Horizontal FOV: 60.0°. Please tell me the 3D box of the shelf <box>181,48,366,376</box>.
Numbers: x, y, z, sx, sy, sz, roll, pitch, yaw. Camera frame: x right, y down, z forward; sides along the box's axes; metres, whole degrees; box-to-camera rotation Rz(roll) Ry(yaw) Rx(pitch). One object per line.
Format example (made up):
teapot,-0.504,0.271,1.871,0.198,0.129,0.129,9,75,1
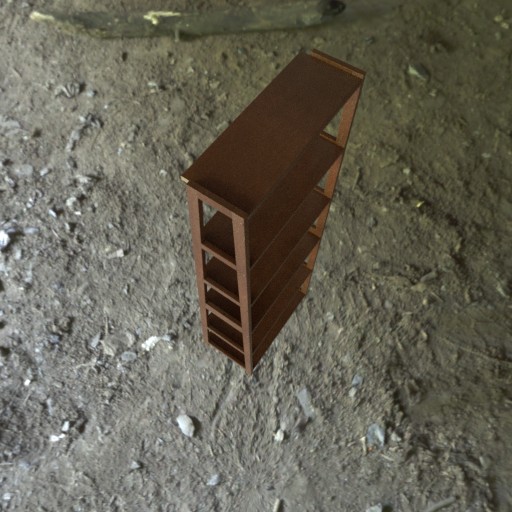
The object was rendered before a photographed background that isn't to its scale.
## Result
shelf,0.000,0.000,2.149,0.382,1.892,0.660,32,67,15
